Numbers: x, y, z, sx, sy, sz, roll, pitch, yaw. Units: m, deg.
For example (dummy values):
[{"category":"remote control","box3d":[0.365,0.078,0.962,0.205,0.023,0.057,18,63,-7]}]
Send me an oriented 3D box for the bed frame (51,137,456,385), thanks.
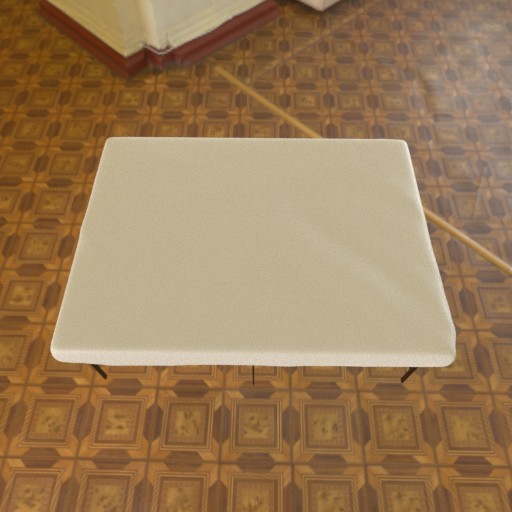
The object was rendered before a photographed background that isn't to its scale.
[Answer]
[{"category":"bed frame","box3d":[0.000,0.000,2.890,2.151,0.667,1.584,1,58,0]}]
